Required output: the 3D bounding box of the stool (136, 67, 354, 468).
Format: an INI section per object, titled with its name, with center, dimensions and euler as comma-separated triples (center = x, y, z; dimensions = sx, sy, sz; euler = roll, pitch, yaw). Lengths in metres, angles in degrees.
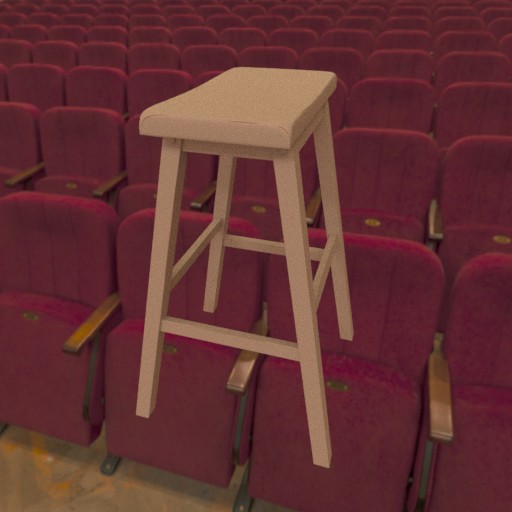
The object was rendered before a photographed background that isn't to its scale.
[stool]
center = 0.000, 0.000, 1.020
dimensions = 0.476, 0.737, 0.457
euler = 9, 33, 15
